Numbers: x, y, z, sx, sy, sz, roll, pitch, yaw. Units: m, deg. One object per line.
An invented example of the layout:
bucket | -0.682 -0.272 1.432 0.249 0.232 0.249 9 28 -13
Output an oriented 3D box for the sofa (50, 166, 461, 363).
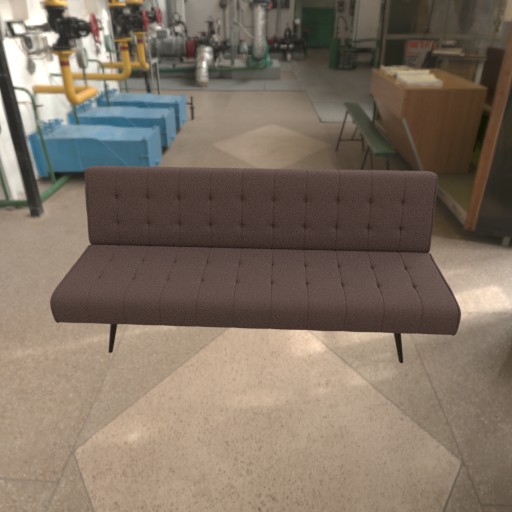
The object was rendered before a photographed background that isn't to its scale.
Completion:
sofa | 0.000 0.000 2.126 1.703 0.699 0.747 1 30 2
